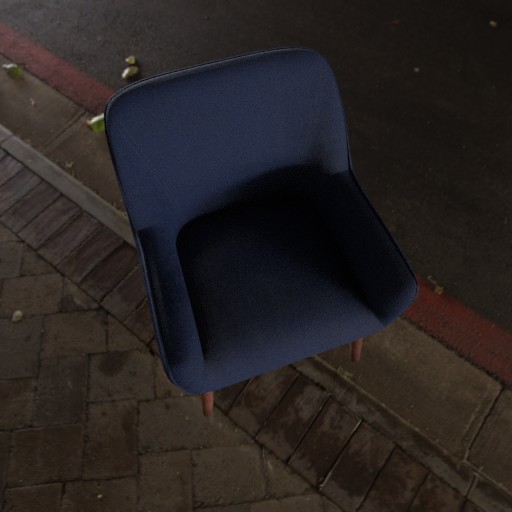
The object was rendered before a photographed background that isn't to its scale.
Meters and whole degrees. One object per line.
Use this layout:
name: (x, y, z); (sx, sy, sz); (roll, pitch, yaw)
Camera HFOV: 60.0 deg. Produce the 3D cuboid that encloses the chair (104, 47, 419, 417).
chair: (0.000, 0.000, 1.217); (0.600, 0.820, 0.600); (-17, 62, -9)
